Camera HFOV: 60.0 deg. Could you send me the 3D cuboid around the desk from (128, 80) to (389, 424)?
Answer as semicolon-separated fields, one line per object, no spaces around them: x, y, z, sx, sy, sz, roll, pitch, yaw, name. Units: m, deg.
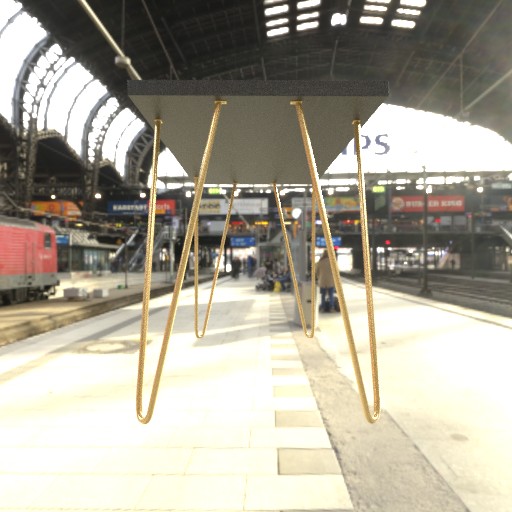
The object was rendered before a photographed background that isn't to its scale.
0.000;0.000;1.338;0.499;0.660;0.991;0;-1;-1;desk
